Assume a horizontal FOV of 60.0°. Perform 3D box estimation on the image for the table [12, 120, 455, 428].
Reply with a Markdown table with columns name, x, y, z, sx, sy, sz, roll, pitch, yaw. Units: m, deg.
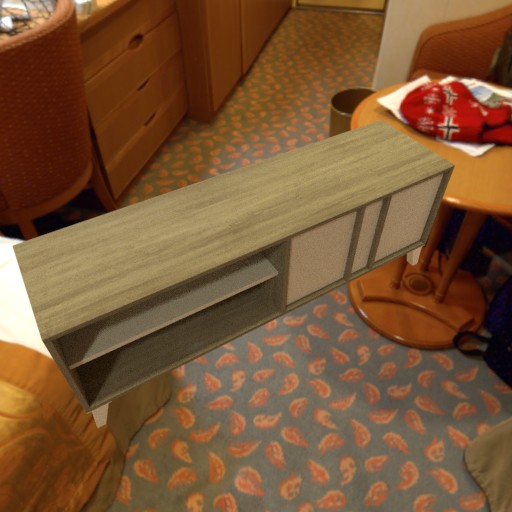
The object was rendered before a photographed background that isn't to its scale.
| name | x | y | z | sx | sy | sz | roll | pitch | yaw |
| --- | --- | --- | --- | --- | --- | --- | --- | --- | --- |
| table | 0.000 | 0.000 | 1.696 | 1.500 | 0.530 | 0.400 | -23 | 50 | -21 |
